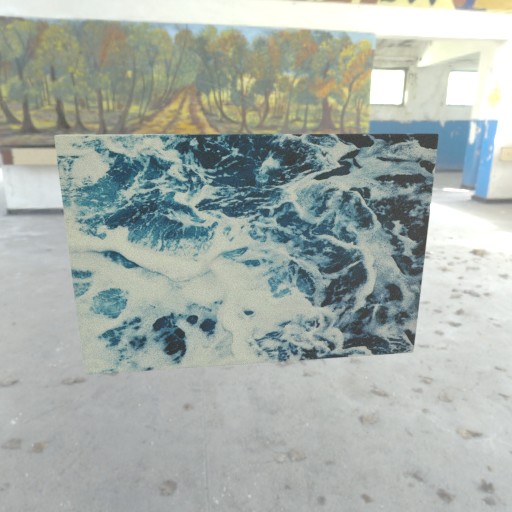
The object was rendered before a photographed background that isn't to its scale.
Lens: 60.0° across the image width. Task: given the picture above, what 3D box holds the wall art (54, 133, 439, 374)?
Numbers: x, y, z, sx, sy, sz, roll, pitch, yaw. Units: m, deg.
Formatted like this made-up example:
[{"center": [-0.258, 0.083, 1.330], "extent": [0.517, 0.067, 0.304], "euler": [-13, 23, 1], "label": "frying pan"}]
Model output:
[{"center": [0.000, 0.000, 1.917], "extent": [1.524, 1.017, 0.055], "euler": [-2, 17, -7], "label": "wall art"}]
